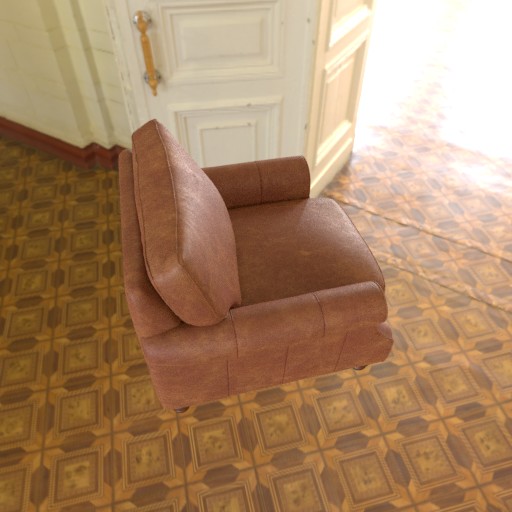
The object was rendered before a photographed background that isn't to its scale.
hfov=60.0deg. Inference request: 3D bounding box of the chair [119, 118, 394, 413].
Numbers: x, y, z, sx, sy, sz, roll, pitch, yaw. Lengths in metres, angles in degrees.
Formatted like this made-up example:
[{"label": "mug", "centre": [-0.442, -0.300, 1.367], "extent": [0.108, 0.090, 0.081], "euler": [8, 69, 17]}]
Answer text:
[{"label": "chair", "centre": [0.000, 0.000, 1.844], "extent": [0.986, 0.962, 0.983], "euler": [-10, 47, -10]}]
